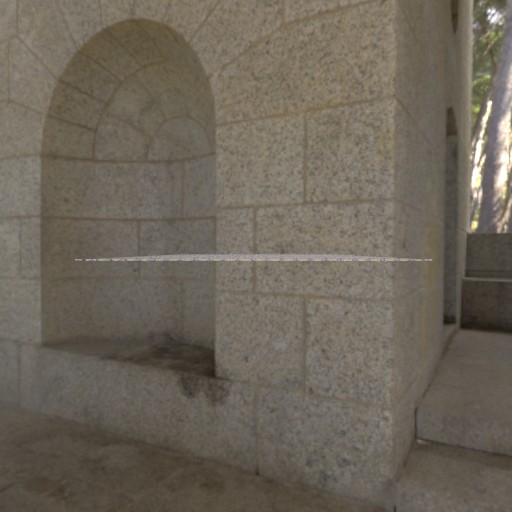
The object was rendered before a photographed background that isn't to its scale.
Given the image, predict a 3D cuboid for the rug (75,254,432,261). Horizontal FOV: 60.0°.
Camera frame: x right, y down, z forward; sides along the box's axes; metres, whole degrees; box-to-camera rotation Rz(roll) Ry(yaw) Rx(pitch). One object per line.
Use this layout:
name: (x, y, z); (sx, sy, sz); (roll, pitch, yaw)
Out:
rug: (0.000, 0.000, 2.585); (1.248, 0.009, 2.108); (0, 1, 1)
